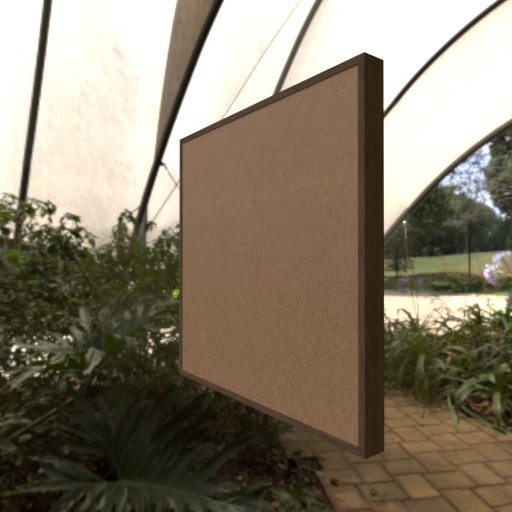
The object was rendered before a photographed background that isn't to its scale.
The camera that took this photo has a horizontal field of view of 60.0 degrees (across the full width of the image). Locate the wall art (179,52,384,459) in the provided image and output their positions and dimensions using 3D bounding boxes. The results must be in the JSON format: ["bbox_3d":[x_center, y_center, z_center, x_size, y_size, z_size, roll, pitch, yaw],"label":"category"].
[{"bbox_3d":[0.000,0.000,0.768,0.038,0.508,0.508,0,0,-36],"label":"wall art"}]
